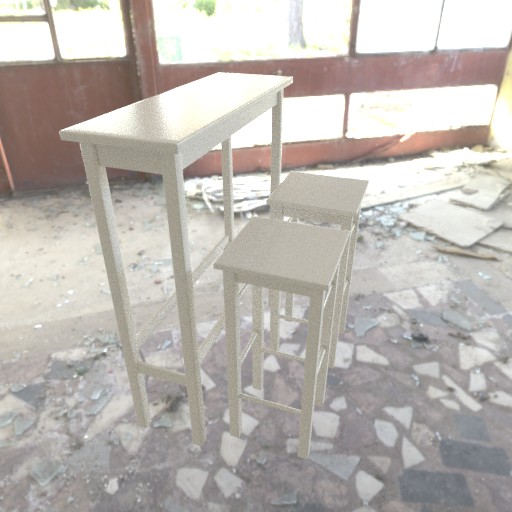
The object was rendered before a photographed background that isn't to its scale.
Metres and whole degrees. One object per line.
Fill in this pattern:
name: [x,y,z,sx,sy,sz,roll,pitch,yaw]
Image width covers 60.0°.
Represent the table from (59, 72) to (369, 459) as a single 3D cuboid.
table: [0.000,0.000,1.583,0.650,1.065,0.915,10,32,17]
